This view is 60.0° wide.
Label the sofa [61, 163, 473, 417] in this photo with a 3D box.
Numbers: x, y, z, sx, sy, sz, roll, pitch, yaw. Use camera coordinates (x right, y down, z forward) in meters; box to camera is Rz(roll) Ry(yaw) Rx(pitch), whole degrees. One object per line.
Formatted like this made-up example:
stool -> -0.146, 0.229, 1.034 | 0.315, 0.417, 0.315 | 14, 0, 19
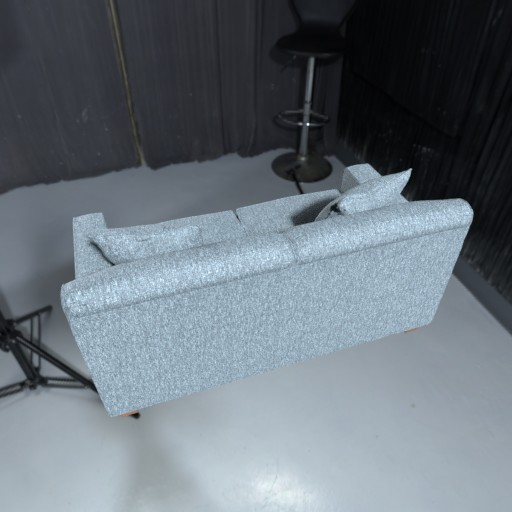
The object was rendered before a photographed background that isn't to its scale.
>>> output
sofa -> 0.000, 0.000, 2.446 | 1.846, 0.958, 0.998 | -13, 43, -14
